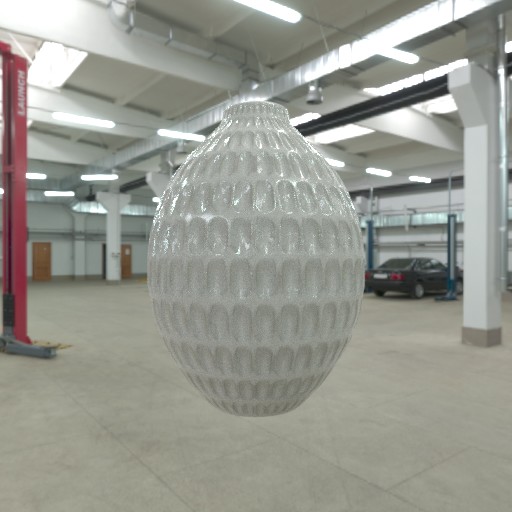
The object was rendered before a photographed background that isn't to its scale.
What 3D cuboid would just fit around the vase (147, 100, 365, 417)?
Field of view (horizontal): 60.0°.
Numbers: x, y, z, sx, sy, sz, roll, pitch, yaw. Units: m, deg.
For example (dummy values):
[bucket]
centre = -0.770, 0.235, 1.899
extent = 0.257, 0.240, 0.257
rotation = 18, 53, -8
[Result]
[vase]
centre = 0.000, 0.000, 0.339
extent = 0.162, 0.223, 0.162
rotation = 0, 0, 0
